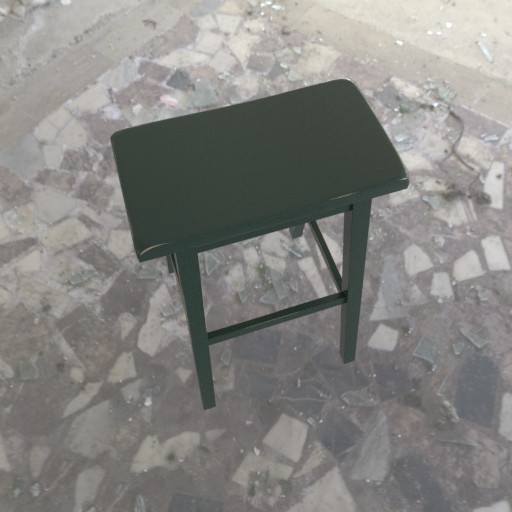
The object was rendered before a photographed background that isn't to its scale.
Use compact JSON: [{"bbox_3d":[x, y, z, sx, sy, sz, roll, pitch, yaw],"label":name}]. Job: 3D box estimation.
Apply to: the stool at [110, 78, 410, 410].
[{"bbox_3d":[0.000,0.000,1.049,0.457,0.737,0.476,-16,64,-8],"label":"stool"}]
